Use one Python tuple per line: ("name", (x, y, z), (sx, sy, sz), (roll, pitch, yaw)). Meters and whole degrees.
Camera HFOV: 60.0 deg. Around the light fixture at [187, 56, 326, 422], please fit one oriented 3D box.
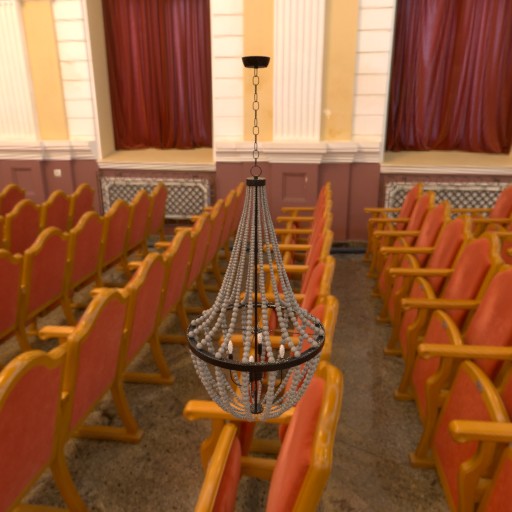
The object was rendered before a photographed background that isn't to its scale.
("light fixture", (0.000, 0.000, 1.378), (0.450, 1.133, 0.450), (0, 17, 0))
